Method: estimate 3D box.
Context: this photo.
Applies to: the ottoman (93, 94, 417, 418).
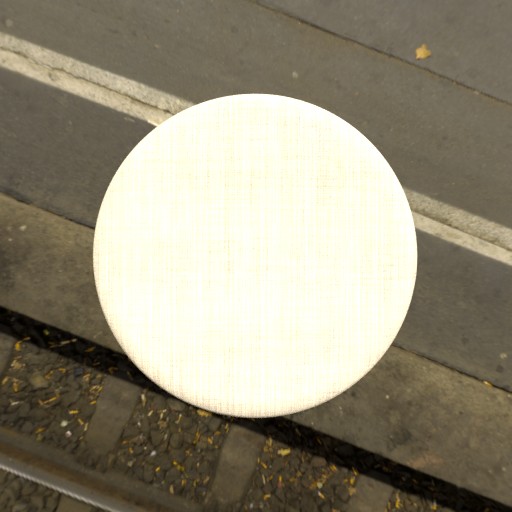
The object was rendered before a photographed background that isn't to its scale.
[{"bbox_3d":[0.000,0.000,0.730,0.400,0.406,0.400,0,90,1],"label":"ottoman"}]
